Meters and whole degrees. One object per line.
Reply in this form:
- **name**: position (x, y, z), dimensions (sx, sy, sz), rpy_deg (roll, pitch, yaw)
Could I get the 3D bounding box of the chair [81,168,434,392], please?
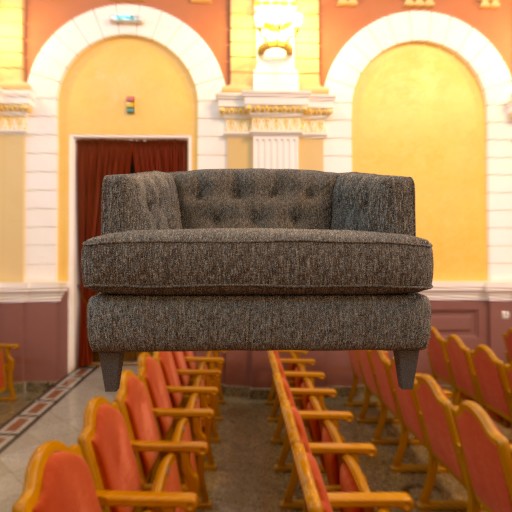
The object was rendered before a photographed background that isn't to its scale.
- **chair**: position (0.000, 0.000, 1.776), dimensions (1.104, 0.852, 0.941), rpy_deg (0, 0, -1)
